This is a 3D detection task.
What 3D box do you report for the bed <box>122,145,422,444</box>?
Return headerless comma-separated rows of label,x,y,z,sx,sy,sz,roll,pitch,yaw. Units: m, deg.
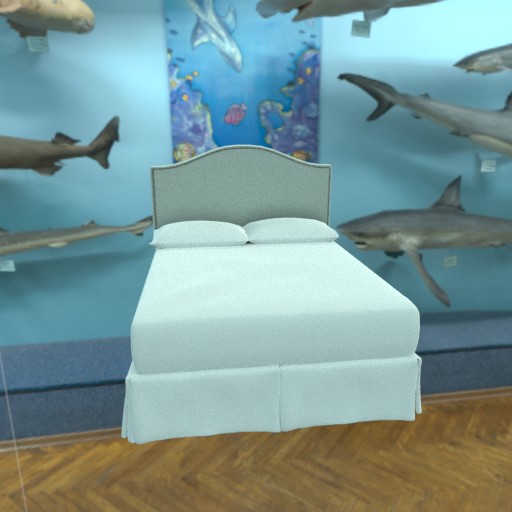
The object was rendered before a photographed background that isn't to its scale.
bed,0.000,0.000,3.409,1.813,1.607,2.180,-2,16,-7
